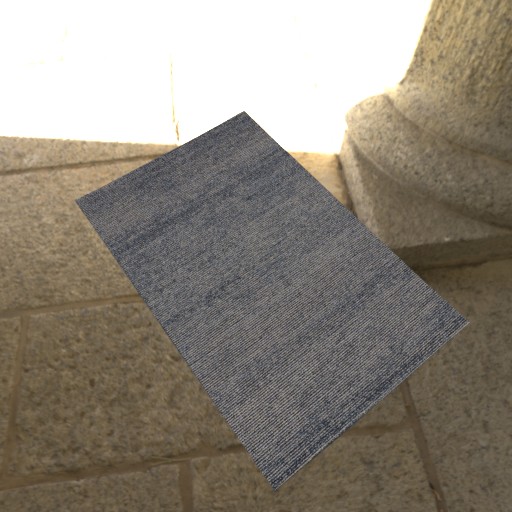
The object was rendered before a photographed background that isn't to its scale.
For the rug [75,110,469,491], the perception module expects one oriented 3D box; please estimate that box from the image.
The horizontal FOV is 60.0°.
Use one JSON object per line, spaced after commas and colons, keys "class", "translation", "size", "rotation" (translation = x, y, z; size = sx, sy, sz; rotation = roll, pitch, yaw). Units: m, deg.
{"class": "rug", "translation": [0.000, 0.000, 2.195], "size": [1.135, 0.010, 1.740], "rotation": [-33, 65, -18]}
